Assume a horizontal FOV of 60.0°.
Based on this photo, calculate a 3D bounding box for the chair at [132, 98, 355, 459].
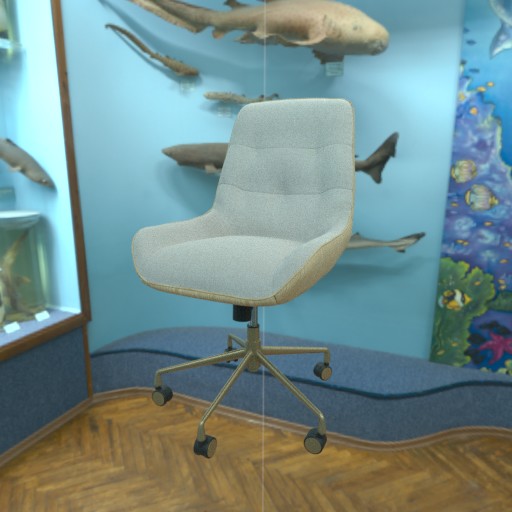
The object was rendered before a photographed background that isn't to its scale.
[{"bbox_3d":[0.000,0.000,1.330,0.564,0.952,0.668,7,15,25],"label":"chair"}]
